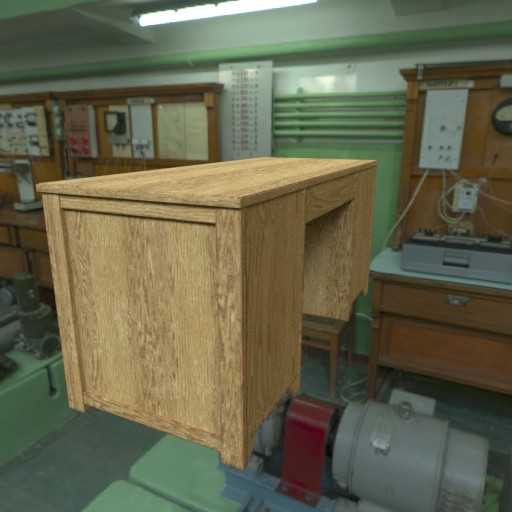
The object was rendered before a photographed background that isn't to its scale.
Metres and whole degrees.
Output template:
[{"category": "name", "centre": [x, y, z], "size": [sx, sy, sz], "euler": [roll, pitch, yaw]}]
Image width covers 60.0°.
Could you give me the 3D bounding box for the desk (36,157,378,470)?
[{"category": "desk", "centre": [0.000, 0.000, 1.929], "size": [0.685, 0.751, 1.567], "euler": [7, 17, 25]}]
